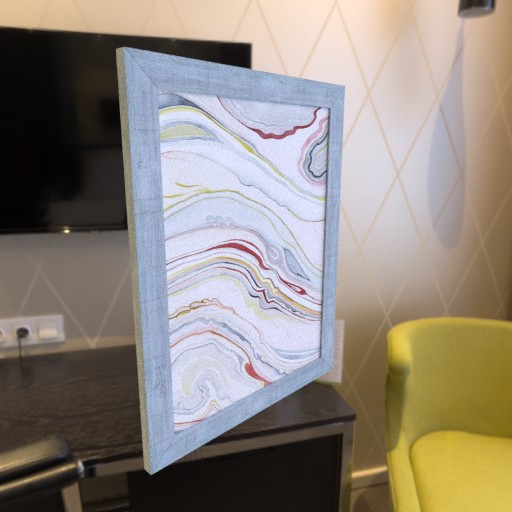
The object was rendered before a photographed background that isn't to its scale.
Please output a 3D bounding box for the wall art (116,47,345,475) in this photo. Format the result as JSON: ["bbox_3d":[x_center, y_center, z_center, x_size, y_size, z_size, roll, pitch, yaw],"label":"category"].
[{"bbox_3d":[0.000,0.000,0.788,0.020,0.613,0.481,13,19,43],"label":"wall art"}]
